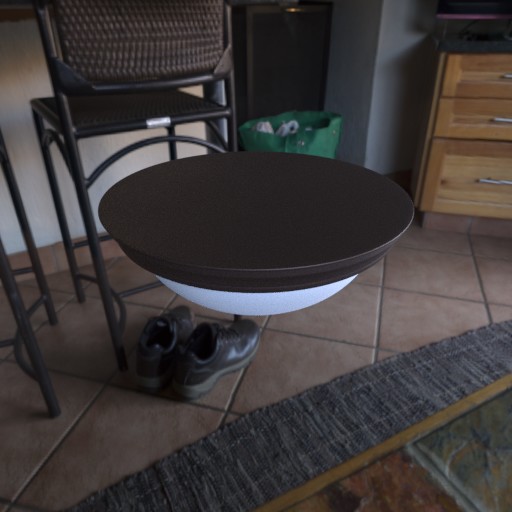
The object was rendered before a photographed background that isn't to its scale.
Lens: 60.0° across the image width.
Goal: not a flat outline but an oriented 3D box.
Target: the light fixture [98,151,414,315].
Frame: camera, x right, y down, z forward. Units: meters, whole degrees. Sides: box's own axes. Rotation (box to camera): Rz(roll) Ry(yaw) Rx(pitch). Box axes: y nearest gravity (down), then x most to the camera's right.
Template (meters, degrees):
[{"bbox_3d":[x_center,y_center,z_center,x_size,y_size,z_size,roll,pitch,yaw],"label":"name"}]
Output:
[{"bbox_3d":[0.000,0.000,0.442,0.280,0.135,0.280,0,29,0],"label":"light fixture"}]
